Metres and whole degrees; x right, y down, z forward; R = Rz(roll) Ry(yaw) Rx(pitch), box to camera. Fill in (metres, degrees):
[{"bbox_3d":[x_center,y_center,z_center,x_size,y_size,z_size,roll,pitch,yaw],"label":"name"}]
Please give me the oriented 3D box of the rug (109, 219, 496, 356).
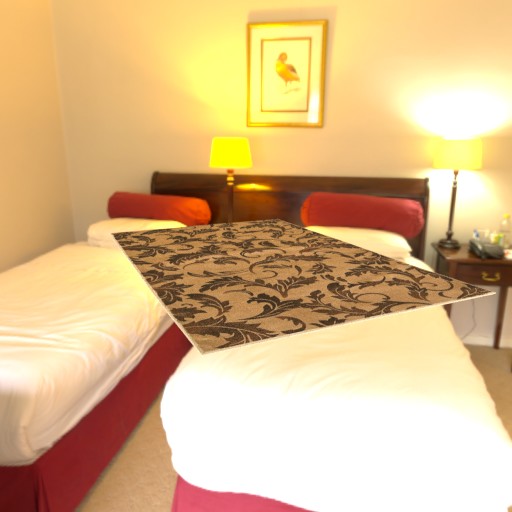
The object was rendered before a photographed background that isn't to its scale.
[{"bbox_3d":[0.000,0.000,2.849,1.522,0.008,2.284,-7,16,-25],"label":"rug"}]
